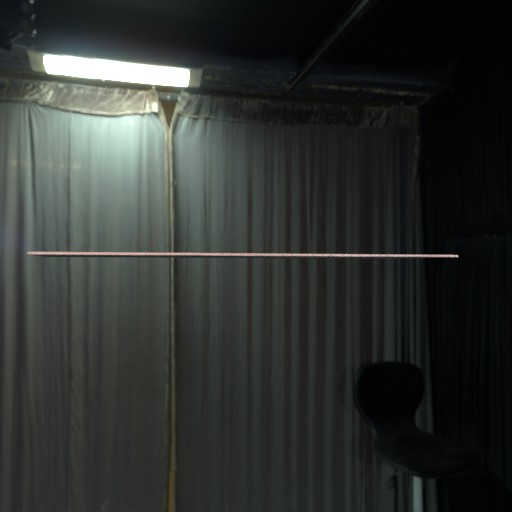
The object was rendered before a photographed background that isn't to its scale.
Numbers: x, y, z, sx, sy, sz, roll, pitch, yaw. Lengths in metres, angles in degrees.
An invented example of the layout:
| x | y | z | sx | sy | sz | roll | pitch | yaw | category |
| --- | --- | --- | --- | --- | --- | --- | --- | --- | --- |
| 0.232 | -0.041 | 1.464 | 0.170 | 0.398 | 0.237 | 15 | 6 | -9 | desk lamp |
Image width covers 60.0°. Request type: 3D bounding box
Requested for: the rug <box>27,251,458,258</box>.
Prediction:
| x | y | z | sx | sy | sz | roll | pitch | yaw | category |
| --- | --- | --- | --- | --- | --- | --- | --- | --- | --- |
| 0.000 | 0.000 | 2.739 | 2.435 | 0.015 | 0.760 | 0 | -1 | -18 | rug |
